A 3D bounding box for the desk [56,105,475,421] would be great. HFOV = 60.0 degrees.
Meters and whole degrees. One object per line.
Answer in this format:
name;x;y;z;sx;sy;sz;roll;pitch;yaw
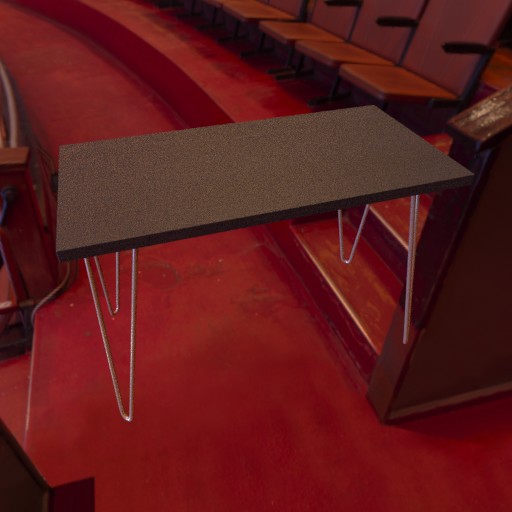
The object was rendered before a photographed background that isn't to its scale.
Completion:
desk;0.000;0.000;1.382;0.991;0.660;0.499;-12;41;-14
